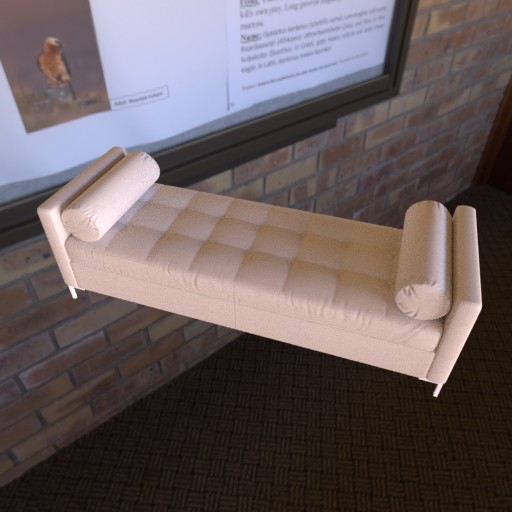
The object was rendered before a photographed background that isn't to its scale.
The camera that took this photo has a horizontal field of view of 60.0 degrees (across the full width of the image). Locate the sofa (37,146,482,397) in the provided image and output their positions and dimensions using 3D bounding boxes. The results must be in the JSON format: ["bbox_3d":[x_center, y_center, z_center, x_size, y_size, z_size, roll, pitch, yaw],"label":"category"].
[{"bbox_3d":[0.000,0.000,2.297,1.981,0.635,0.686,12,42,14],"label":"sofa"}]
